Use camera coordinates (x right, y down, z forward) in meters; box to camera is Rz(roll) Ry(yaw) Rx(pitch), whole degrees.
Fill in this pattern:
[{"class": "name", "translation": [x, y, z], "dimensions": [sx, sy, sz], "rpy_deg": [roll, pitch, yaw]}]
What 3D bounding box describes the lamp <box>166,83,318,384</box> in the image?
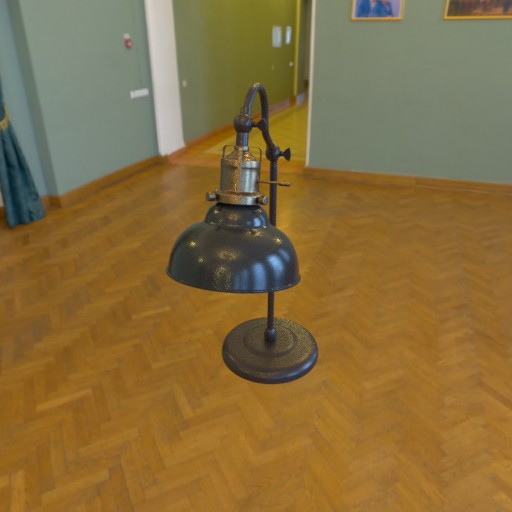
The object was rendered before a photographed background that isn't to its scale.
[{"class": "lamp", "translation": [0.000, 0.000, 0.696], "dimensions": [0.192, 0.508, 0.374], "rpy_deg": [8, 27, 16]}]
